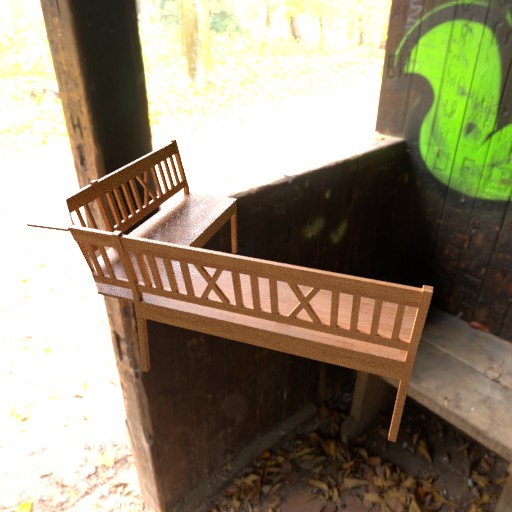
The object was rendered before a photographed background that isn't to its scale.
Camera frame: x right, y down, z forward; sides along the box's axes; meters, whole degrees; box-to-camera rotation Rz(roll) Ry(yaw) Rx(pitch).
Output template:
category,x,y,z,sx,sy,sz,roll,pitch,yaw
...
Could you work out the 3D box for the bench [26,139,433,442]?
category,x,y,z,sx,sy,sz,roll,pitch,yaw
bench,0.000,0.000,2.767,1.937,0.902,1.537,10,31,17
